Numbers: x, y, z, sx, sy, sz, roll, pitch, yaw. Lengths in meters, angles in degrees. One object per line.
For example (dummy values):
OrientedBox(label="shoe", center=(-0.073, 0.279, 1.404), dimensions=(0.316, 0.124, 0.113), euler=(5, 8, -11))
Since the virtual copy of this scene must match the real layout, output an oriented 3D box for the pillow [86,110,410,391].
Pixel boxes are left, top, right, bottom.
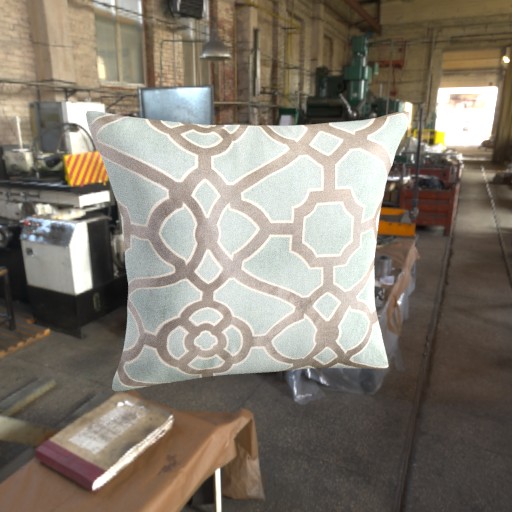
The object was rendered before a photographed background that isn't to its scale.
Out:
OrientedBox(label="pillow", center=(0.000, 0.000, 0.814), dimensions=(0.552, 0.508, 0.166), euler=(-2, 17, -8))
